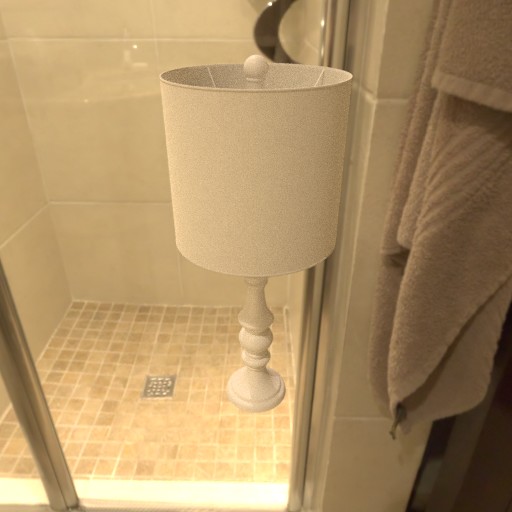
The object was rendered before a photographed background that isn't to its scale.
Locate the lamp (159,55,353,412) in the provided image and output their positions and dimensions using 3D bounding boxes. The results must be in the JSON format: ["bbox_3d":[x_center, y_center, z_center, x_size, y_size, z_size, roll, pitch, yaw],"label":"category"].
[{"bbox_3d":[0.000,0.000,0.720,0.250,0.597,0.250,-20,35,-31],"label":"lamp"}]
